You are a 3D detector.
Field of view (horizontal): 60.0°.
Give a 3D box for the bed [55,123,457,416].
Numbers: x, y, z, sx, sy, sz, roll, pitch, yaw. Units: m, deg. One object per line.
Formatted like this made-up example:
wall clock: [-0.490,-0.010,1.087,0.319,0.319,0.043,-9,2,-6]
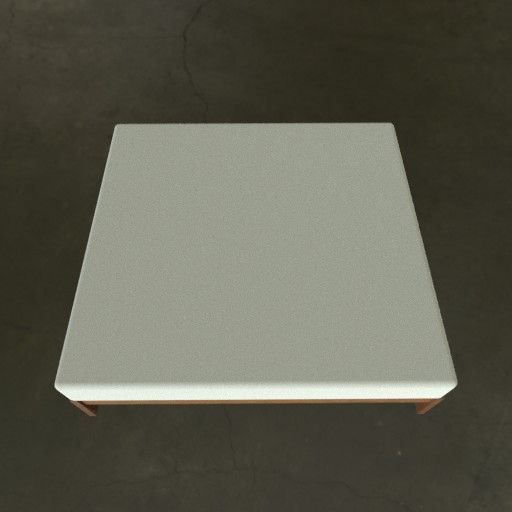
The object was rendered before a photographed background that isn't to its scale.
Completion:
bed: [0.000,0.000,2.975,2.049,0.616,1.930,0,58,0]
